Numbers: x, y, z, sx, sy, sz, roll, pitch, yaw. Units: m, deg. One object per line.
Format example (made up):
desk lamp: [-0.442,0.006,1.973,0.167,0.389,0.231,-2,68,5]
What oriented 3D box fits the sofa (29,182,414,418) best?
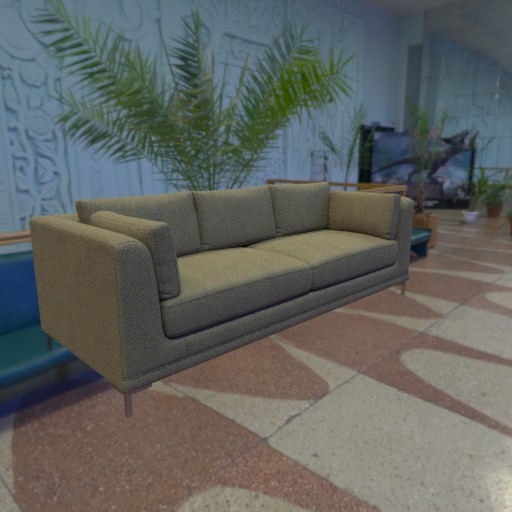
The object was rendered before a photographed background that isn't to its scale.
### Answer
sofa: [0.000,0.000,2.892,2.415,0.867,0.969,-12,18,-43]
